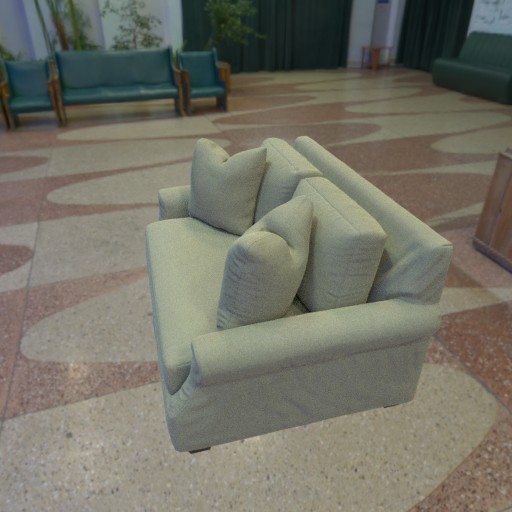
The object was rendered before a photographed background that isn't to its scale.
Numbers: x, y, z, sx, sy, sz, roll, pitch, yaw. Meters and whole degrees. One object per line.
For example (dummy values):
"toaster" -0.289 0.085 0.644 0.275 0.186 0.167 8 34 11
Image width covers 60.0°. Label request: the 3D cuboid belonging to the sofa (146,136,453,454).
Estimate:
"sofa" 0.000 0.000 2.190 1.070 0.905 1.550 -8 32 -13
